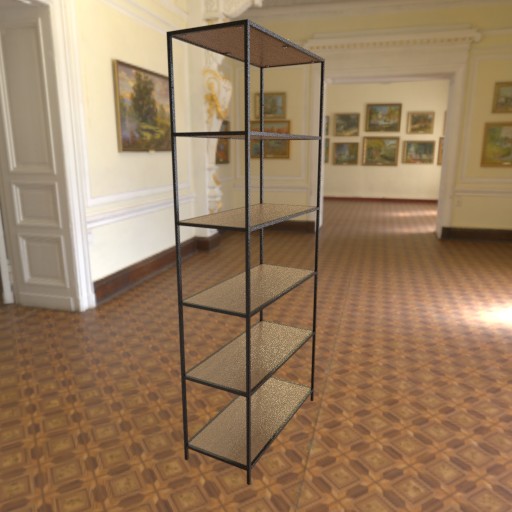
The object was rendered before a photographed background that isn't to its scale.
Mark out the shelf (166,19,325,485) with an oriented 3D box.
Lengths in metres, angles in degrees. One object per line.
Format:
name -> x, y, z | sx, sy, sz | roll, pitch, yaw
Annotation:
shelf -> 0.000, 0.000, 2.125 | 0.350, 1.850, 0.770 | 7, 15, 27
